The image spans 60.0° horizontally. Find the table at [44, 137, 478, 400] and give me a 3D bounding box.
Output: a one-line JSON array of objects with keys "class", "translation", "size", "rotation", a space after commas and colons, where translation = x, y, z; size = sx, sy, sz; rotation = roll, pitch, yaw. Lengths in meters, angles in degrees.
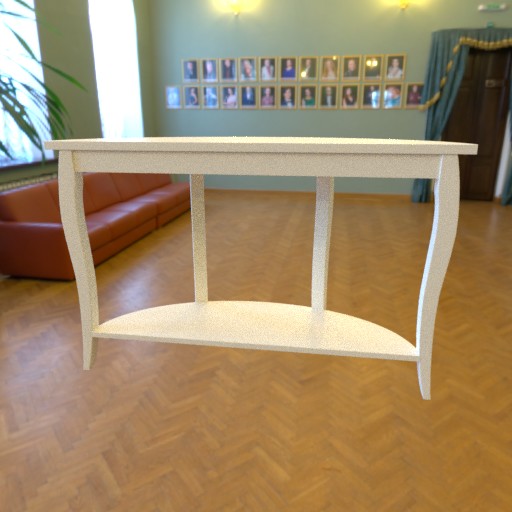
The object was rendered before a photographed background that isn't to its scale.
[{"class": "table", "translation": [0.000, 0.000, 1.532], "size": [1.219, 0.780, 0.394], "rotation": [3, 18, 8]}]
